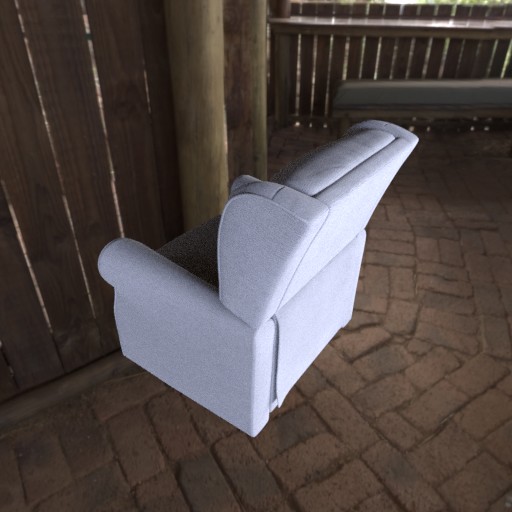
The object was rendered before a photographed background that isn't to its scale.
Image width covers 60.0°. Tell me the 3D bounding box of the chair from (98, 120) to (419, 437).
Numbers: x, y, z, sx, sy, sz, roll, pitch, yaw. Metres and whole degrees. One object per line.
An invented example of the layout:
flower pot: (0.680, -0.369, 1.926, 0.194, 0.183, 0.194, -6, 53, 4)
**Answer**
chair: (0.000, 0.000, 1.711, 0.854, 0.966, 0.906, 21, 37, 29)
